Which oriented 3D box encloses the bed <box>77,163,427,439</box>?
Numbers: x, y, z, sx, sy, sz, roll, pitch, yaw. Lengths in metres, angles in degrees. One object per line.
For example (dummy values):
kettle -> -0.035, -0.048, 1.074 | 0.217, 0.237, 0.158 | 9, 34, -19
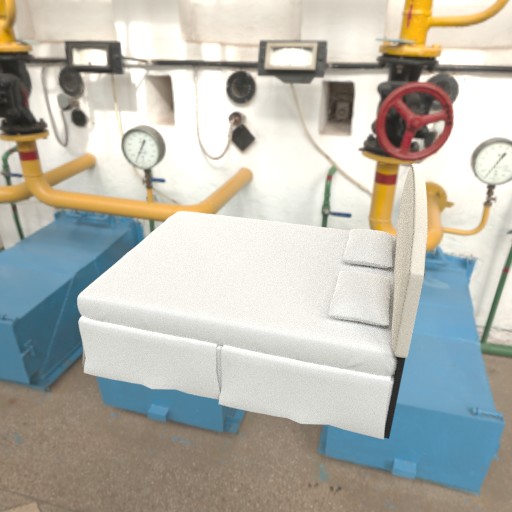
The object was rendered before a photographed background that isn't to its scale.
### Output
bed -> 0.000, 0.000, 3.042 | 1.999, 1.270, 1.558 | 8, 29, 15
